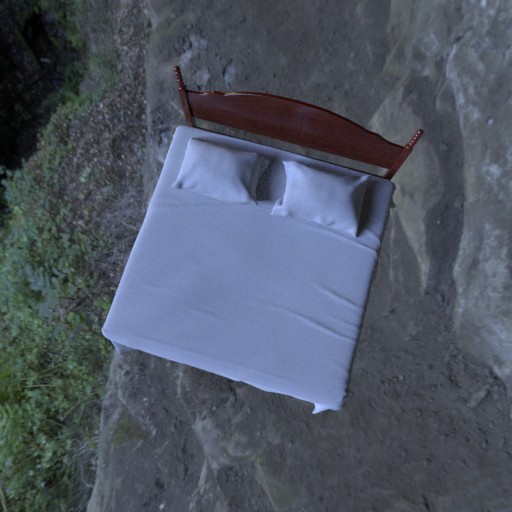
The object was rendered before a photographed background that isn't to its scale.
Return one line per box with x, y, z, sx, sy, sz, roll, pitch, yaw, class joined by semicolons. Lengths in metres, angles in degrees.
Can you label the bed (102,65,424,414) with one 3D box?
0.000;0.000;3.670;2.322;1.355;2.219;16;77;4;bed
